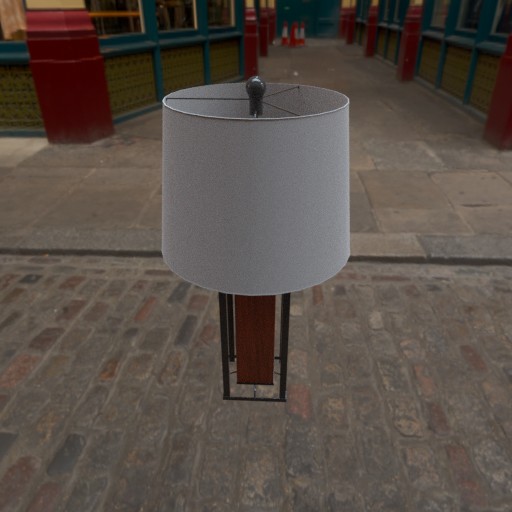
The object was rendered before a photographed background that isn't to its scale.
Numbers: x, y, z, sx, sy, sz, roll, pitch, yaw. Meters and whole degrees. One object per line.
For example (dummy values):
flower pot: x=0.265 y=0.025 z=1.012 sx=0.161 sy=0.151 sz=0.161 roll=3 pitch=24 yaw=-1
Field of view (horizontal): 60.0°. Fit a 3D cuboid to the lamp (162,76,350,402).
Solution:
lamp: x=0.000 y=0.000 z=0.778 sx=0.320 sy=0.591 sz=0.320 roll=0 pitch=30 yaw=0
